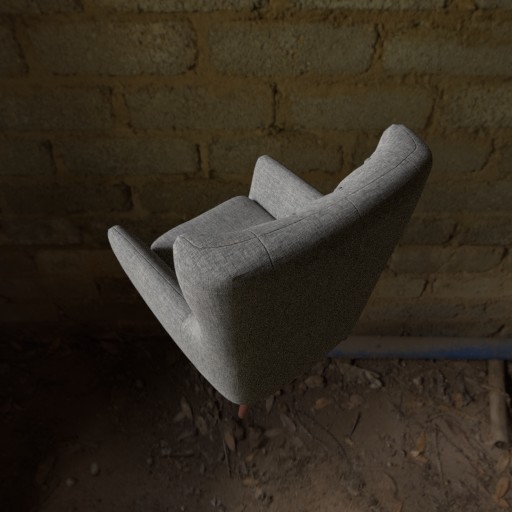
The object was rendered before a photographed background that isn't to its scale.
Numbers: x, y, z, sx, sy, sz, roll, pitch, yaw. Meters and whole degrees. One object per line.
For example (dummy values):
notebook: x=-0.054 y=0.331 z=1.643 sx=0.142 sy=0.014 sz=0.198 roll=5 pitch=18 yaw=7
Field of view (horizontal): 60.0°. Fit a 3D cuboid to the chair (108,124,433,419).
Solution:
chair: x=0.000 y=0.000 z=1.737 sx=0.878 sy=1.063 sz=0.904 roll=-31 pitch=55 yaw=-25
